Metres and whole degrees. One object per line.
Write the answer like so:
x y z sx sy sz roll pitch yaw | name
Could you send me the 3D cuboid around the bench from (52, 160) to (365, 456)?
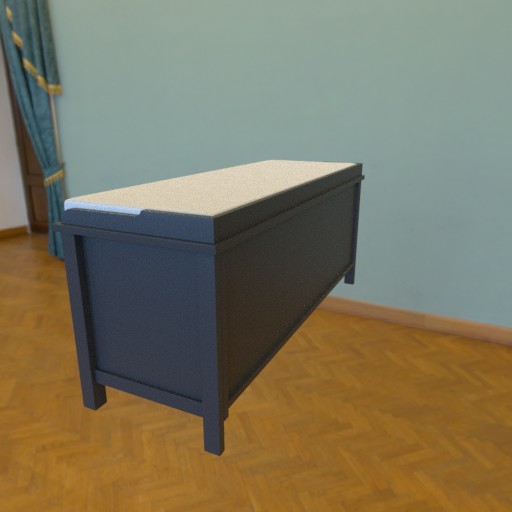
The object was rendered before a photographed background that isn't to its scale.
0.000 0.000 1.396 0.398 0.501 1.140 8 19 25 | bench
